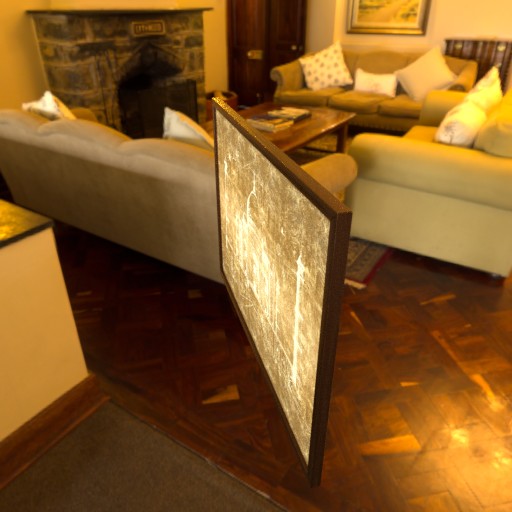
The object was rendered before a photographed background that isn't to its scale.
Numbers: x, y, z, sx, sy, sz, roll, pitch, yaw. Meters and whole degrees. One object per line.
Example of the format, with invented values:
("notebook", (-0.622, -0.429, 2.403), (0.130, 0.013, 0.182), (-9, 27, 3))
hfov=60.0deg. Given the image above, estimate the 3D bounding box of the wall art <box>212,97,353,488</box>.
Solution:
("wall art", (0.000, 0.000, 0.554), (0.012, 0.304, 0.431), (-8, 31, -14))
